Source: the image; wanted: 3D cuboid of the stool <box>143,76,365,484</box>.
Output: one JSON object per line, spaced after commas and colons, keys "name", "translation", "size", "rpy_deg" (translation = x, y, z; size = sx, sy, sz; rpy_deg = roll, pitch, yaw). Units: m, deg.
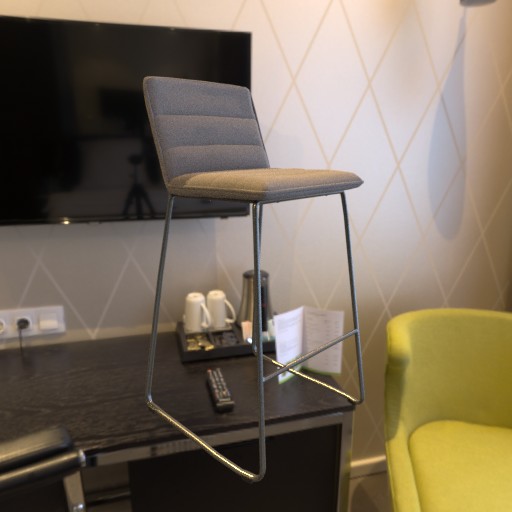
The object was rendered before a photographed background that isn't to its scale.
{"name": "stool", "translation": [0.000, 0.000, 1.247], "size": [0.490, 0.960, 0.490], "rpy_deg": [14, 20, 43]}
